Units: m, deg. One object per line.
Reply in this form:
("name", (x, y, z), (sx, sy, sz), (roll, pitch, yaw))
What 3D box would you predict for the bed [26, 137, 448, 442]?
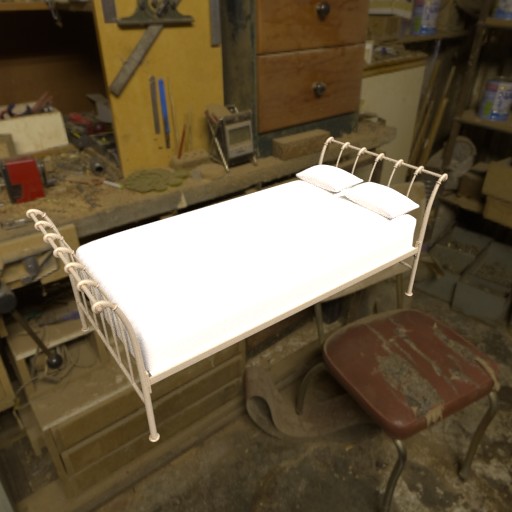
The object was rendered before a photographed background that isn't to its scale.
("bed", (0.000, 0.000, 2.734), (2.228, 0.873, 1.032), (-21, 37, -31))
